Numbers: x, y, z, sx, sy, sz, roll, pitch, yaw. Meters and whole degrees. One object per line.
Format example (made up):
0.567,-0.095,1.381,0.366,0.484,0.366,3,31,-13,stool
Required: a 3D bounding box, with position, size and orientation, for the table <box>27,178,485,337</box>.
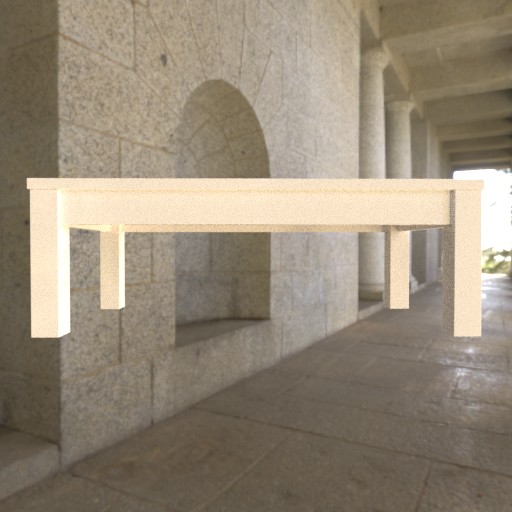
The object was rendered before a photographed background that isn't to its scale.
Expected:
0.000,0.000,1.659,1.350,0.470,0.700,0,1,-1,table
